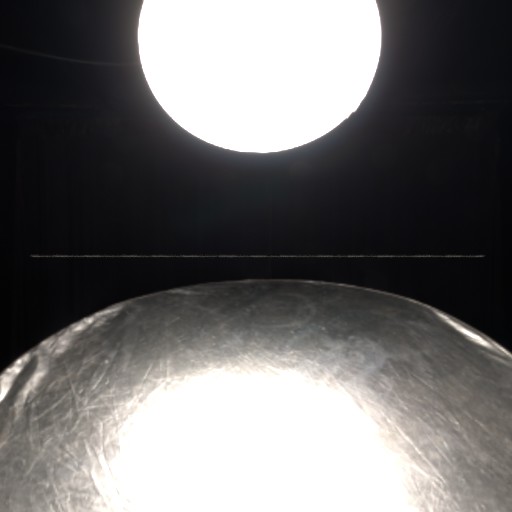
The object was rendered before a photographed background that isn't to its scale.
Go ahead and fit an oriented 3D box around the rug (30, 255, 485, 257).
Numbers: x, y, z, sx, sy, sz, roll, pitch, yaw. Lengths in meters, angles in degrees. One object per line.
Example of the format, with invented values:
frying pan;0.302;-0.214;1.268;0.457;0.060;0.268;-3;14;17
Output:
rug;0.000;0.000;4.142;3.021;0.013;2.432;0;0;0
